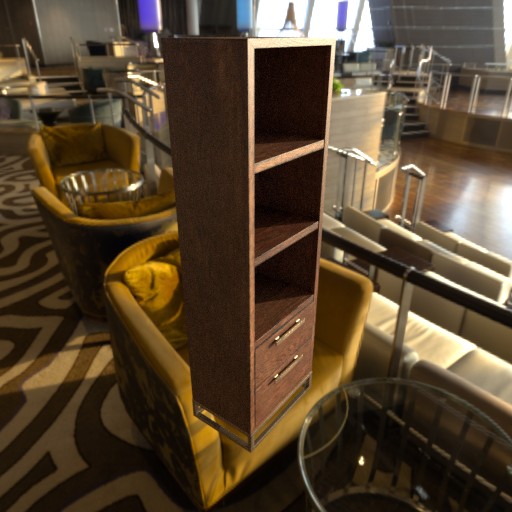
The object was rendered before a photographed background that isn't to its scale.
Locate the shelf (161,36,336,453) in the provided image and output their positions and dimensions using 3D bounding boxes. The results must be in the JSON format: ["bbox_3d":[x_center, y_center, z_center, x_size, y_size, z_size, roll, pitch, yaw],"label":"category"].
[{"bbox_3d":[0.000,0.000,1.958,0.395,1.732,0.539,19,33,33],"label":"shelf"}]
